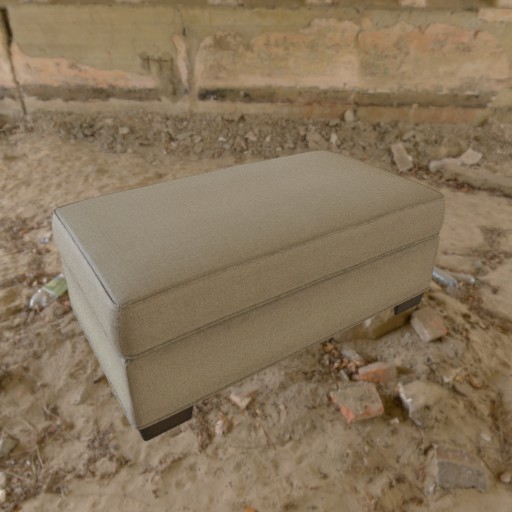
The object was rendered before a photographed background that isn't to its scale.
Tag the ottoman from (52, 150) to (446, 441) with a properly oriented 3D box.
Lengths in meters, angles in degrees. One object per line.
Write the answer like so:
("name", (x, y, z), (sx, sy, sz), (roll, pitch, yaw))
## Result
("ottoman", (0.000, 0.000, 1.450), (1.097, 0.461, 0.617), (-19, 35, -28))
